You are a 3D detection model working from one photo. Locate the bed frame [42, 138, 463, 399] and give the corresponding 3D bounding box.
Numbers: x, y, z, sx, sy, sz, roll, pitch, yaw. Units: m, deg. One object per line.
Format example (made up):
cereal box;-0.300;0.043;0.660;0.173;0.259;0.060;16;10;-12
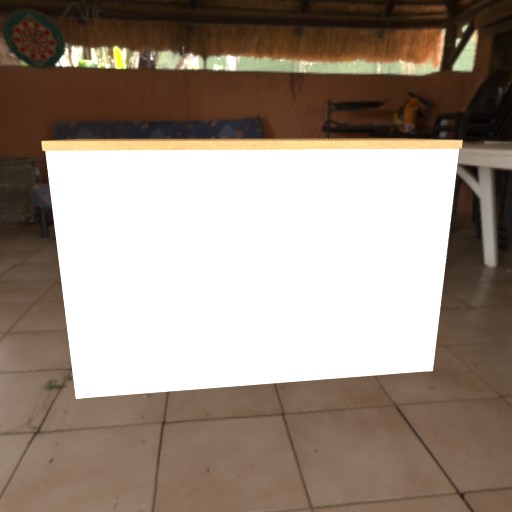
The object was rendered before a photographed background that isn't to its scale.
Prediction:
bed frame;0.000;0.000;1.672;1.300;0.850;0.430;-2;16;-8
